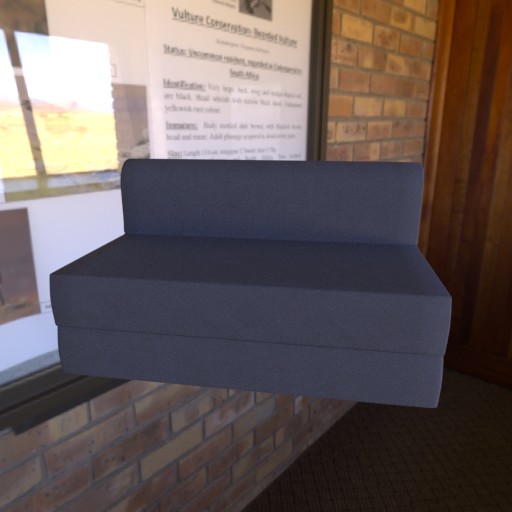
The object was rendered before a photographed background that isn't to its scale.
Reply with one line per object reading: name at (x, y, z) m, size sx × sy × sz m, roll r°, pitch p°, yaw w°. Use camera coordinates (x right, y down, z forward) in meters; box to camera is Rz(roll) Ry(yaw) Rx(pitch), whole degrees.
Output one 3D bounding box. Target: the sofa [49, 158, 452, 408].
sofa at (0.000, 0.000, 1.652) m, size 1.219 × 0.660 × 0.762 m, roll 3°, pitch 17°, yaw 9°
